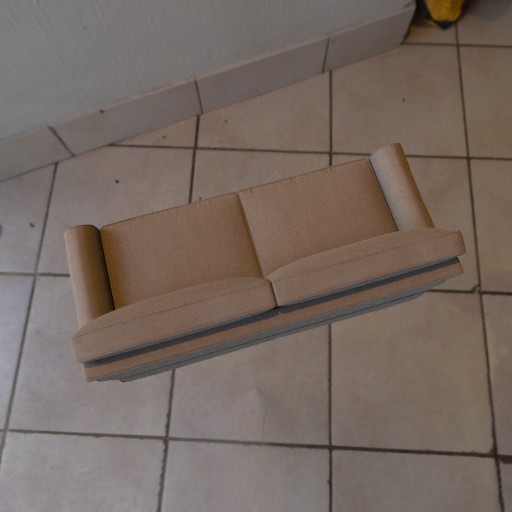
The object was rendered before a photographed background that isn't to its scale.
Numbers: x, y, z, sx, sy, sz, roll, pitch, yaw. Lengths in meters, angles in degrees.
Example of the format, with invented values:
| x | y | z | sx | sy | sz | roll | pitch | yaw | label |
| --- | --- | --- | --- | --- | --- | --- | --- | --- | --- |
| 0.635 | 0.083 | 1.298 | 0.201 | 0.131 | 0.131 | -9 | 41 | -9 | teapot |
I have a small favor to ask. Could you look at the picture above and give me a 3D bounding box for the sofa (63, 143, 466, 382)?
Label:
| x | y | z | sx | sy | sz | roll | pitch | yaw | label |
| --- | --- | --- | --- | --- | --- | --- | --- | --- | --- |
| 0.000 | 0.000 | 2.772 | 2.248 | 0.943 | 0.991 | -15 | 74 | -4 | sofa |
